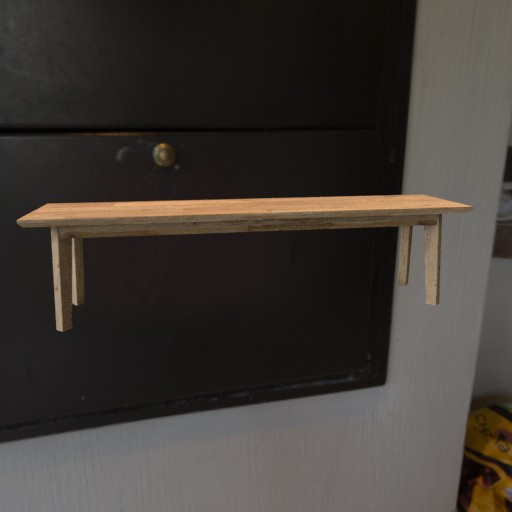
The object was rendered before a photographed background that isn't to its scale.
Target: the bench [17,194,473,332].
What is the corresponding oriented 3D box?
[{"bbox_3d":[0.000,0.000,1.864,1.698,0.431,0.378,-3,15,-10],"label":"bench"}]
